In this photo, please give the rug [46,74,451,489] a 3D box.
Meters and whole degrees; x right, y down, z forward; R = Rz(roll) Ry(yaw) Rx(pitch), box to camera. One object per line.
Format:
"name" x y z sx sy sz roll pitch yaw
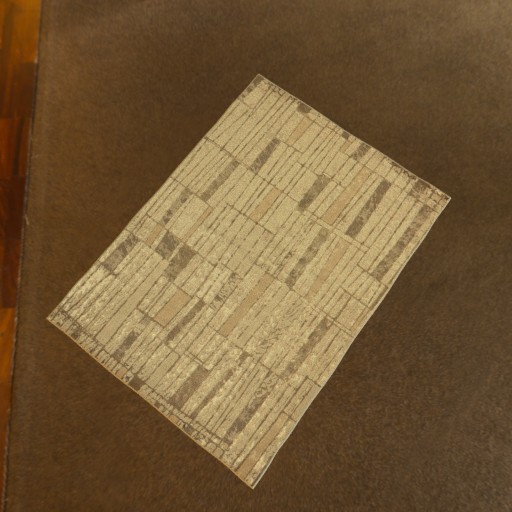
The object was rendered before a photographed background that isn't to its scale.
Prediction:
"rug" 0.000 0.000 4.335 2.449 0.019 3.357 36 78 9
